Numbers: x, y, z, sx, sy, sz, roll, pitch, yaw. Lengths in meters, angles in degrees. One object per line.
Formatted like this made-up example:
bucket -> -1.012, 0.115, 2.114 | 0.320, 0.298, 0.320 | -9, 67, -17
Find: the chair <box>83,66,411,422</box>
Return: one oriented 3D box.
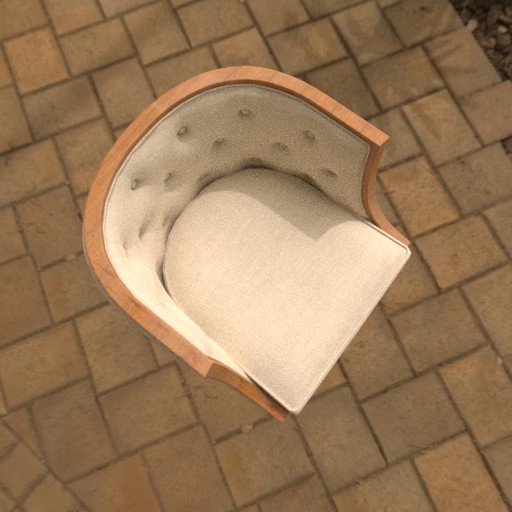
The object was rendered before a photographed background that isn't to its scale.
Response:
chair -> 0.000, 0.000, 1.356 | 0.757, 0.775, 0.711 | 37, 79, 8
